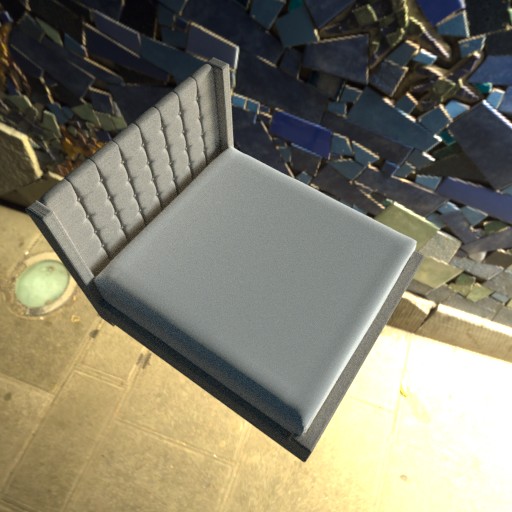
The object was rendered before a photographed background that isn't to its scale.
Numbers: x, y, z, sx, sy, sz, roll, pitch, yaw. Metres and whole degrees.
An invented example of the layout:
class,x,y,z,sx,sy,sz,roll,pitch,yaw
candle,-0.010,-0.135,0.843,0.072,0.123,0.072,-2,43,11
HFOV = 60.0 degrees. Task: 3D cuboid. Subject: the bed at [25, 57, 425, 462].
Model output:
class,x,y,z,sx,sy,sz,roll,pitch,yaw
bed,0.000,0.000,3.765,2.372,1.748,2.044,30,62,18
